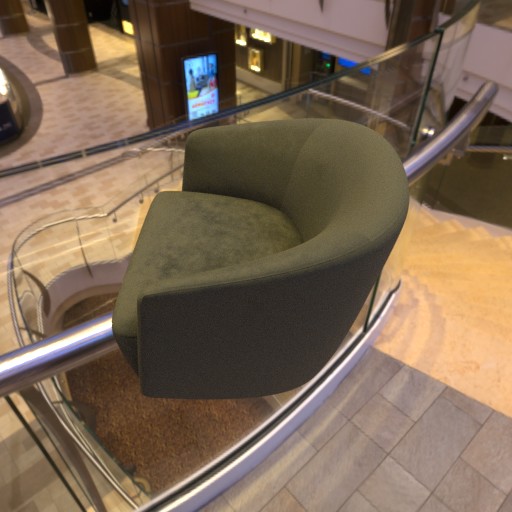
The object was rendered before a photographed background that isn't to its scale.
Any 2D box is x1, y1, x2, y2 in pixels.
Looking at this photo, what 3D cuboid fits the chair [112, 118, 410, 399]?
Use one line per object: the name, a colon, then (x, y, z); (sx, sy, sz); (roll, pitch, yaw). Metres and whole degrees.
chair: (0.000, 0.000, 1.370); (0.767, 0.698, 0.773); (1, 42, 1)
